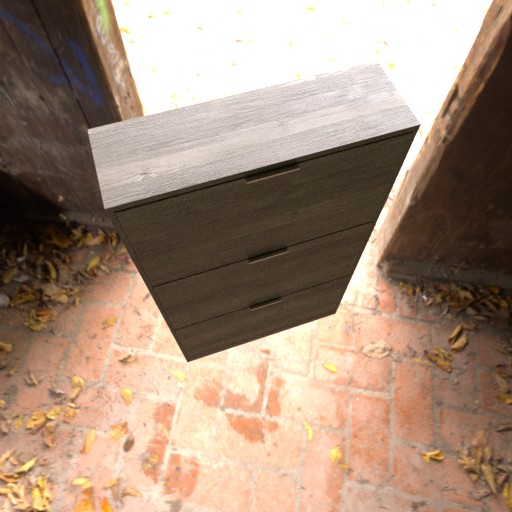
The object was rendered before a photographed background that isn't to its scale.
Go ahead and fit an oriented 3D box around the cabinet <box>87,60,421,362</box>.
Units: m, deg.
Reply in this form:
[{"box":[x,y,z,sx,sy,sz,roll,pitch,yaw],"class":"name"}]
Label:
[{"box":[0.000,0.000,1.606,0.750,1.280,0.250,-17,64,-9],"class":"cabinet"}]
